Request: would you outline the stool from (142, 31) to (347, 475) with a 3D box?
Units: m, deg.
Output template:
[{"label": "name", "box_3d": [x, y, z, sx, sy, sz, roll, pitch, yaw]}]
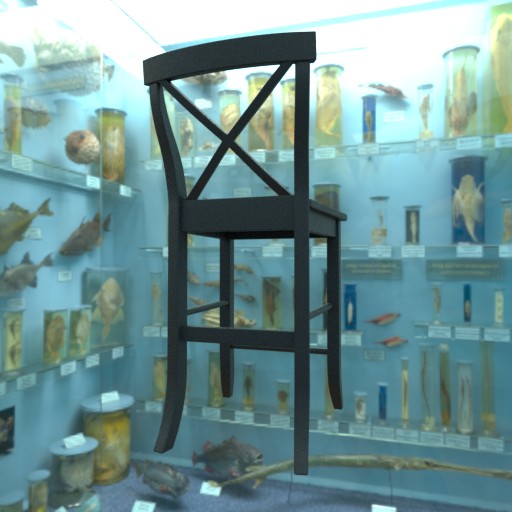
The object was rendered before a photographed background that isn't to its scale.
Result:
[{"label": "stool", "box_3d": [0.000, 0.000, 1.270, 0.452, 0.989, 0.559, 0, -1, 19]}]
